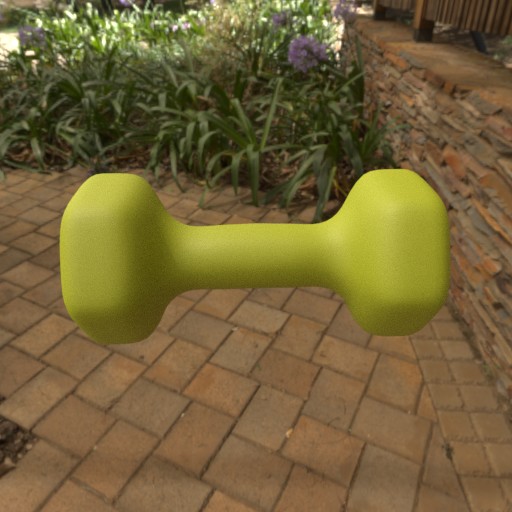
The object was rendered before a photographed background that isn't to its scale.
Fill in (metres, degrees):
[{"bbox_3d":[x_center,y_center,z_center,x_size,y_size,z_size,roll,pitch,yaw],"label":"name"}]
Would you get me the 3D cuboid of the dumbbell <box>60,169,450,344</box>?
[{"bbox_3d":[0.000,0.000,0.206,0.164,0.072,0.080,-1,31,-1],"label":"dumbbell"}]
